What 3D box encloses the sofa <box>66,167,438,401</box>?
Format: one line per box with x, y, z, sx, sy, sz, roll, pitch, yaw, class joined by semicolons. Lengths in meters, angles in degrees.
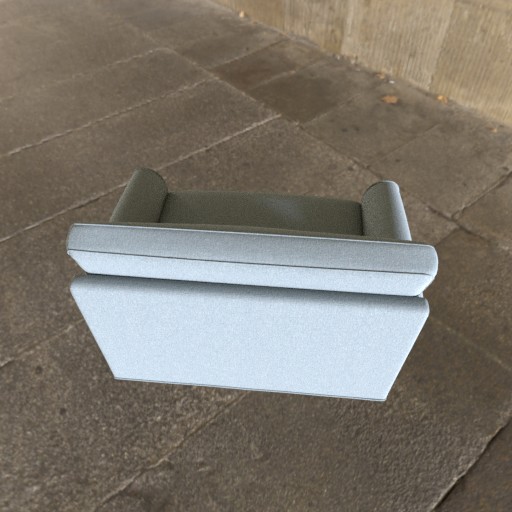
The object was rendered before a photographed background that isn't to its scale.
0.000;0.000;2.075;1.410;0.953;0.940;4;47;3;sofa
